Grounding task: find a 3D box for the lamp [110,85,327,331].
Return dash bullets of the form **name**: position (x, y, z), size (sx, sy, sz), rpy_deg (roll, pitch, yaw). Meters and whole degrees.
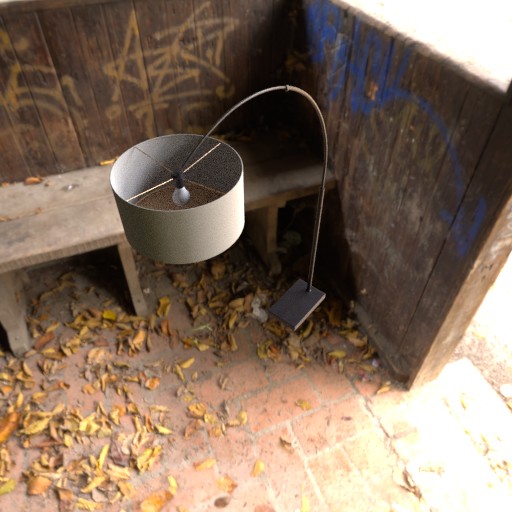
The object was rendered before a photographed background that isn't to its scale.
- **lamp**: position (0.000, 0.000, 2.514), size (0.493, 1.927, 1.424), rpy_deg (30, 53, 26)
